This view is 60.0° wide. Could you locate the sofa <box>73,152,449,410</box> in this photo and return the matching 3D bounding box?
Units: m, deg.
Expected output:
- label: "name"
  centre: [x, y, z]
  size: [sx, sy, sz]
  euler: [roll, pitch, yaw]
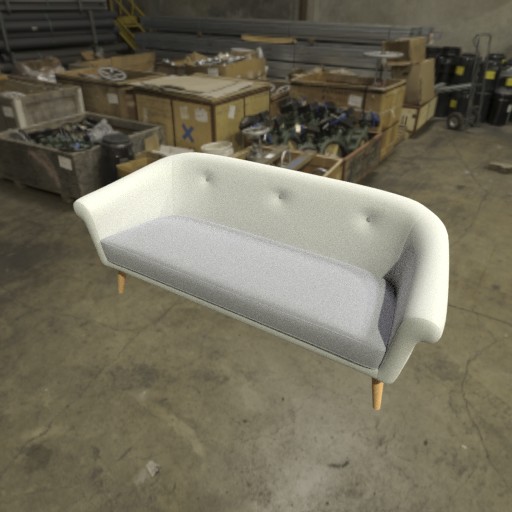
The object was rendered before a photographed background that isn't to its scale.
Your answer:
- label: "sofa"
  centre: [0.000, 0.000, 2.548]
  size: [2.160, 0.795, 0.827]
  euler: [18, 35, 28]
